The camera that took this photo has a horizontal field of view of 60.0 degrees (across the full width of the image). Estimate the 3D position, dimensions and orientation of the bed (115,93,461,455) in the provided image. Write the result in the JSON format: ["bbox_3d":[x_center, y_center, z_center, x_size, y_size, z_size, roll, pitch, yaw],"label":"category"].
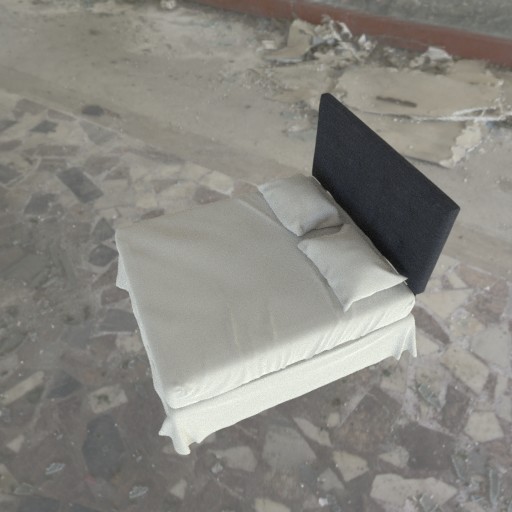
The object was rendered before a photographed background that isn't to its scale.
[{"bbox_3d":[0.000,0.000,3.504,2.222,1.577,1.936,-18,50,-16],"label":"bed"}]
